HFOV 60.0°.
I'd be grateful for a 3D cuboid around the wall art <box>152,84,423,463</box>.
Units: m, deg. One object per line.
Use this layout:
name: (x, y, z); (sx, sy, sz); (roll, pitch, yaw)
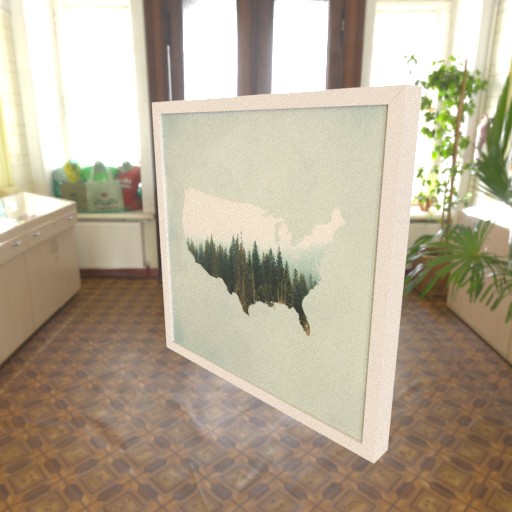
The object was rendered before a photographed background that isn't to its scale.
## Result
wall art: (0.000, 0.000, 0.748); (0.509, 0.509, 0.040); (15, 22, 42)
